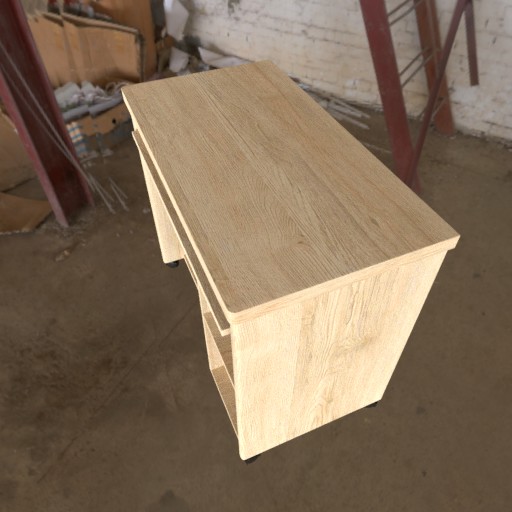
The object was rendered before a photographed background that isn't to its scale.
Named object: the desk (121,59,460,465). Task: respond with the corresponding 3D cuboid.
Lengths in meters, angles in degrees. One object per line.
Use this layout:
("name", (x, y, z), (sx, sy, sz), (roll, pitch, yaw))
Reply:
("desk", (0.000, 0.000, 1.350), (0.480, 0.770, 0.885), (-17, 49, -16))
